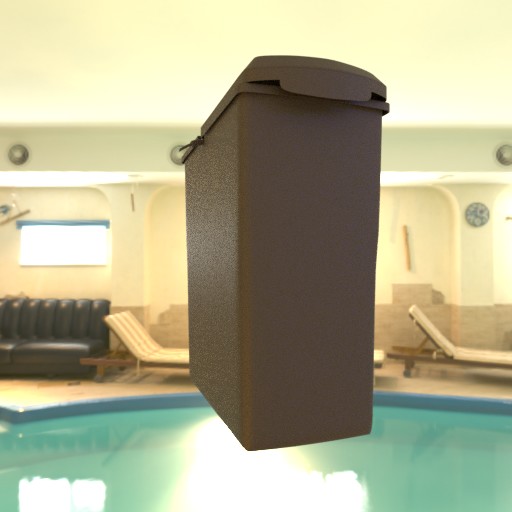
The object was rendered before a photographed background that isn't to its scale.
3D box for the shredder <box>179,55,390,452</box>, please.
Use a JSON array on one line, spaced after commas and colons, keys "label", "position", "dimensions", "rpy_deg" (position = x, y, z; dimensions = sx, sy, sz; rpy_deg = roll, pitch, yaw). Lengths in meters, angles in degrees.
[{"label": "shredder", "position": [0.000, 0.000, 0.505], "dimensions": [0.170, 0.335, 0.320], "rpy_deg": [0, -1, -19]}]
